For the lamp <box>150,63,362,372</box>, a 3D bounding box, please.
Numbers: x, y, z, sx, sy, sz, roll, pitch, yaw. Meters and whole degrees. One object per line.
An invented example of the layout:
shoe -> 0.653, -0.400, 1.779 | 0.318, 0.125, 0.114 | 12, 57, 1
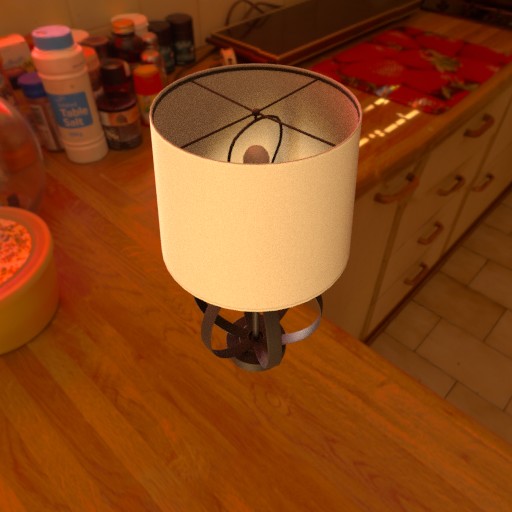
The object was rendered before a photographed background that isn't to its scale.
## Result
lamp -> 0.000, 0.000, 0.711 | 0.286, 0.510, 0.286 | 0, 45, 0
